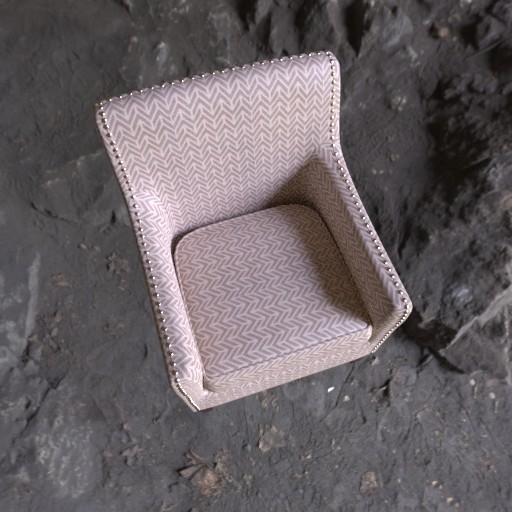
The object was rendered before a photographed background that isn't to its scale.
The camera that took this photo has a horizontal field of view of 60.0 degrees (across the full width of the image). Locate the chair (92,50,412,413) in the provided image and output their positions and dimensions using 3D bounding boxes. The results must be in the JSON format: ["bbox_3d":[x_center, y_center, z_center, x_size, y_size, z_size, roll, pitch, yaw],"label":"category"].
[{"bbox_3d":[0.000,0.000,1.290,0.623,0.816,0.651,-16,64,-8],"label":"chair"}]
